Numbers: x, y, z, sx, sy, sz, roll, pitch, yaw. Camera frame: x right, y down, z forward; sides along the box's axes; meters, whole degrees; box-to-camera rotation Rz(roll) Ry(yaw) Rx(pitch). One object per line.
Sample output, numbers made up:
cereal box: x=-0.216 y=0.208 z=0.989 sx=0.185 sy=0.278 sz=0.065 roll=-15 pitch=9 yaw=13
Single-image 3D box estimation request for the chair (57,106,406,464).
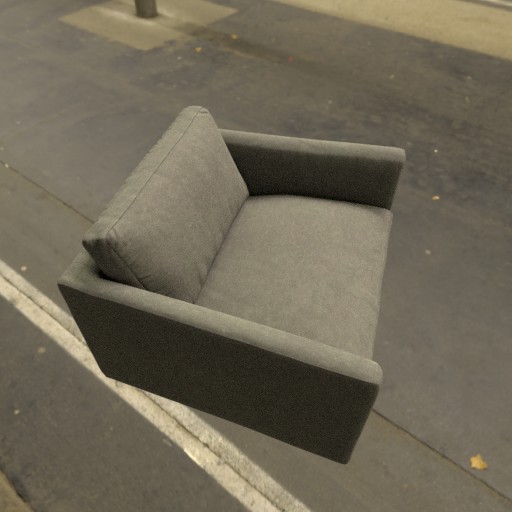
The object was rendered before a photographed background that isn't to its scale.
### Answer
chair: x=0.000 y=0.000 z=1.851 sx=1.091 sy=0.845 sz=1.190 roll=12 pitch=48 yaw=11
